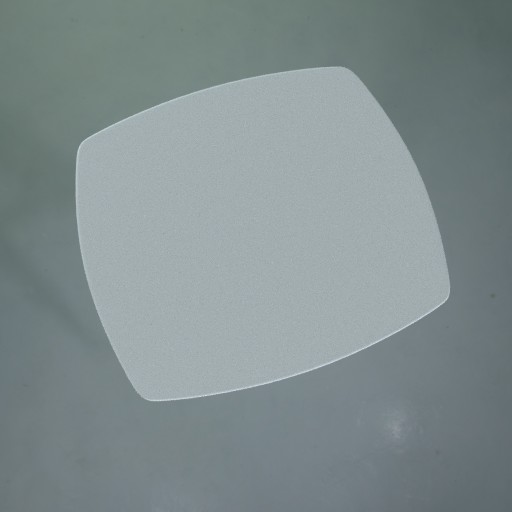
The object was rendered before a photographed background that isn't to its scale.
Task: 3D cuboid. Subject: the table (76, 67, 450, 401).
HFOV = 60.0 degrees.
[{"bbox_3d":[0.000,0.000,0.847,0.502,0.438,0.451,-18,76,-5],"label":"table"}]
